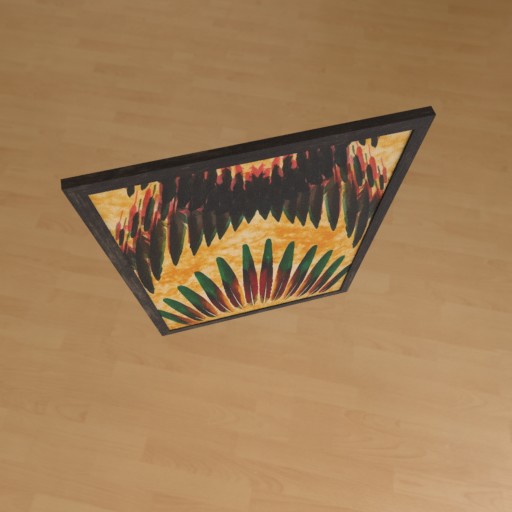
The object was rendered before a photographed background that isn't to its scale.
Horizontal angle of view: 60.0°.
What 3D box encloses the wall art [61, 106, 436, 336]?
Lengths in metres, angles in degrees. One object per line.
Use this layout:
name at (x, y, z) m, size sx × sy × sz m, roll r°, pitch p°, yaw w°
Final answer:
wall art at (0.000, 0.000, 1.417) m, size 0.812 × 1.066 × 0.029 m, roll -13°, pitch 65°, yaw -6°
